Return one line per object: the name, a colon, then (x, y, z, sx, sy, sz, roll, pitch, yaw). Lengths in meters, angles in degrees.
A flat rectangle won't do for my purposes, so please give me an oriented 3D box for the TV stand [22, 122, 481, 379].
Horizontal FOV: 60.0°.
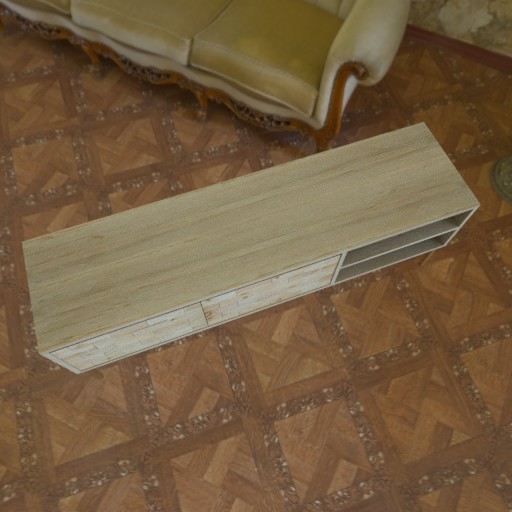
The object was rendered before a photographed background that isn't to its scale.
TV stand: (0.000, 0.000, 1.839, 1.600, 0.550, 0.420, -18, 66, -9)
